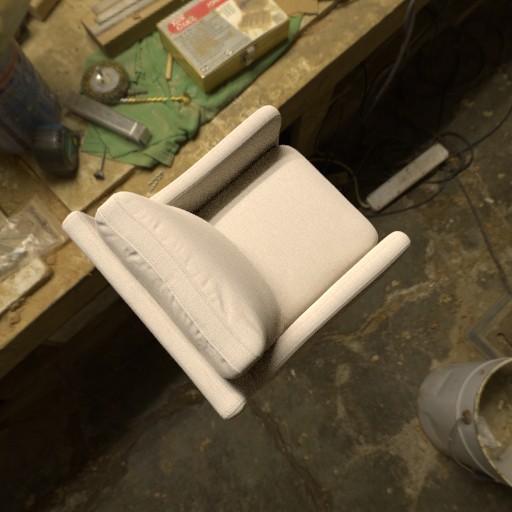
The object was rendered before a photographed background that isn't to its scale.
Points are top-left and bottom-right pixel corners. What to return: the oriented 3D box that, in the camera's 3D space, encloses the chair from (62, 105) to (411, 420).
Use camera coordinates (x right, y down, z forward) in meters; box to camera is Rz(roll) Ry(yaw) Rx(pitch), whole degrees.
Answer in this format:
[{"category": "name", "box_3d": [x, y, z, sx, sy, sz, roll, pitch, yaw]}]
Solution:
[{"category": "chair", "box_3d": [0.000, 0.000, 1.398, 0.694, 0.914, 0.626, -42, 80, -9]}]
